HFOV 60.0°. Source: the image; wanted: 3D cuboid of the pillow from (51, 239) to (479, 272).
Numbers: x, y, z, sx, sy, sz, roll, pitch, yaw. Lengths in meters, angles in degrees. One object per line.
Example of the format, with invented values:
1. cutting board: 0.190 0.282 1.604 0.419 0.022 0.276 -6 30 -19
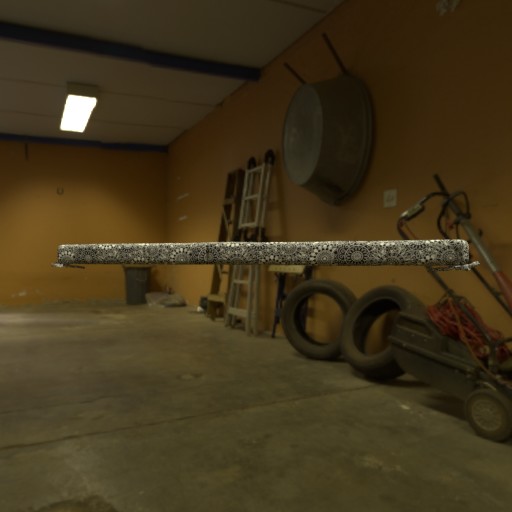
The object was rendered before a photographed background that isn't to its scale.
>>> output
1. pillow: 0.000 0.000 1.363 1.187 0.081 0.492 0 0 18
